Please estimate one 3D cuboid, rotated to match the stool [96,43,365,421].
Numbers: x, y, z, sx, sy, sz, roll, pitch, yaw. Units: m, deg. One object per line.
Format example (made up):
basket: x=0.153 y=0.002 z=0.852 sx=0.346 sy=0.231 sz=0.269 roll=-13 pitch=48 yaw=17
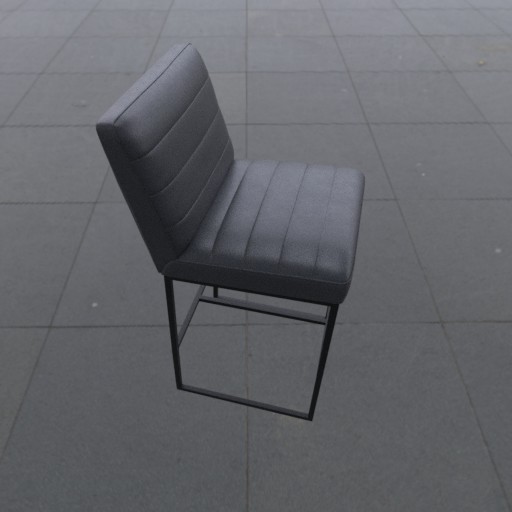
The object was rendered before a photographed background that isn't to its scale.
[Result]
stool: x=0.000 y=0.000 z=1.320 sx=0.552 sy=1.040 sz=0.457 roll=10 pitch=46 yaw=10
